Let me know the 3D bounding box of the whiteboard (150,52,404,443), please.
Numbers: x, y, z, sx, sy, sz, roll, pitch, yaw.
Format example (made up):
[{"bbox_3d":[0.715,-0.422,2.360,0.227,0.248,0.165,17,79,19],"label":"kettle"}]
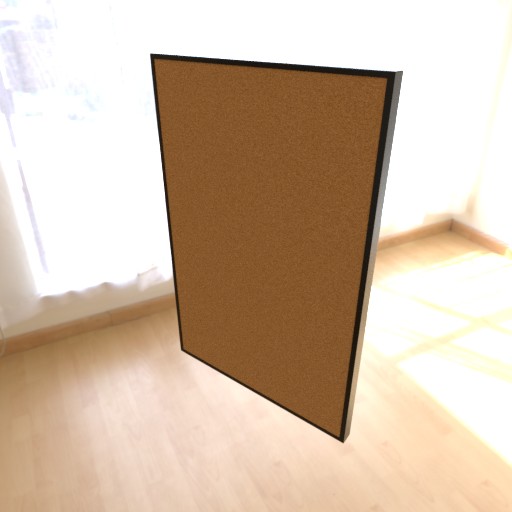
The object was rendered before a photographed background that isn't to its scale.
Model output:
[{"bbox_3d":[0.000,0.000,0.751,0.406,0.611,0.026,20,35,32],"label":"whiteboard"}]
